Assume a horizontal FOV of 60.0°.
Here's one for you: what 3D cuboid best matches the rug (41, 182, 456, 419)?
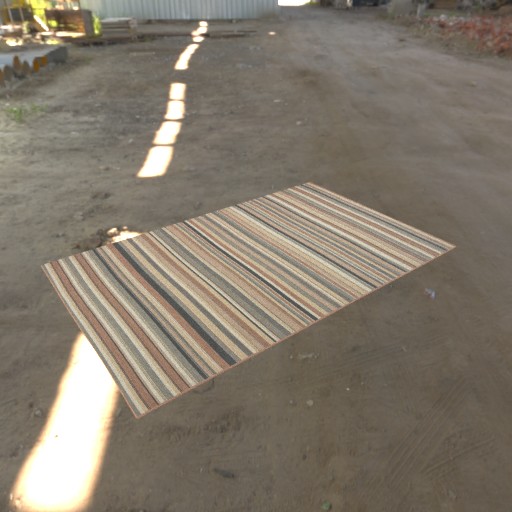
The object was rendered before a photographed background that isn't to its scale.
[{"bbox_3d":[0.000,0.000,3.050,2.438,0.014,1.523,-21,37,-31],"label":"rug"}]
